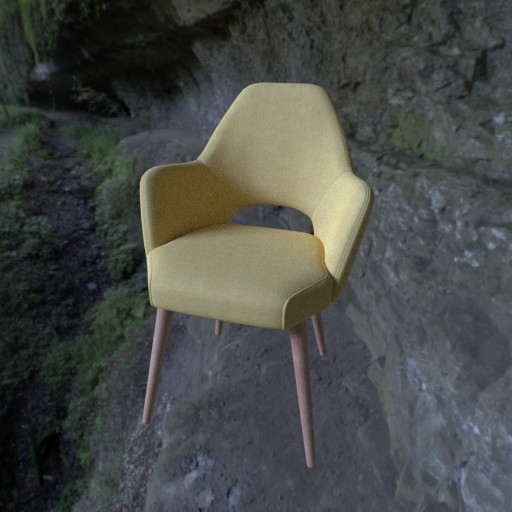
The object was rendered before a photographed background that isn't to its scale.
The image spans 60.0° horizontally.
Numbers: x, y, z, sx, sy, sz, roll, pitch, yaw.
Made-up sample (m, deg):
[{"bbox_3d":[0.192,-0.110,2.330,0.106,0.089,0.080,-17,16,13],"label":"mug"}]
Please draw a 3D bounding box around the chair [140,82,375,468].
[{"bbox_3d":[0.000,0.000,1.210,0.590,0.840,0.610,8,27,16],"label":"chair"}]
